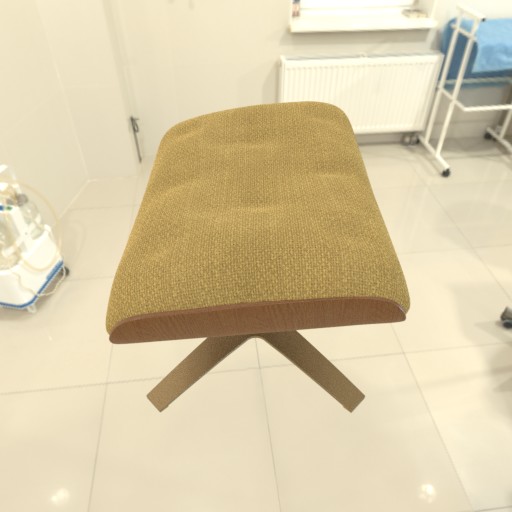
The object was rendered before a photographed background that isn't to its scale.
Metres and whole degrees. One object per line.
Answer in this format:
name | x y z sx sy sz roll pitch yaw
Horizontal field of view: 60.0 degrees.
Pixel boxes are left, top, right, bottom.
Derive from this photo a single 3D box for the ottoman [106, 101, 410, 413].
ottoman | 0.000 0.000 0.797 0.394 0.391 0.520 0 42 0
